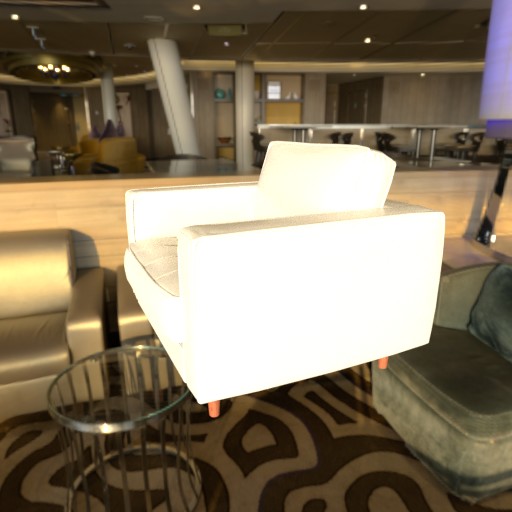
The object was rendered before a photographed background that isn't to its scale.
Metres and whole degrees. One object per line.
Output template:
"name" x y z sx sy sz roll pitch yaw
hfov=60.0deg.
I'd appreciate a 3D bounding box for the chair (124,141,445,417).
"chair" 0.000 0.000 1.570 0.843 0.773 0.928 -8 18 -24
